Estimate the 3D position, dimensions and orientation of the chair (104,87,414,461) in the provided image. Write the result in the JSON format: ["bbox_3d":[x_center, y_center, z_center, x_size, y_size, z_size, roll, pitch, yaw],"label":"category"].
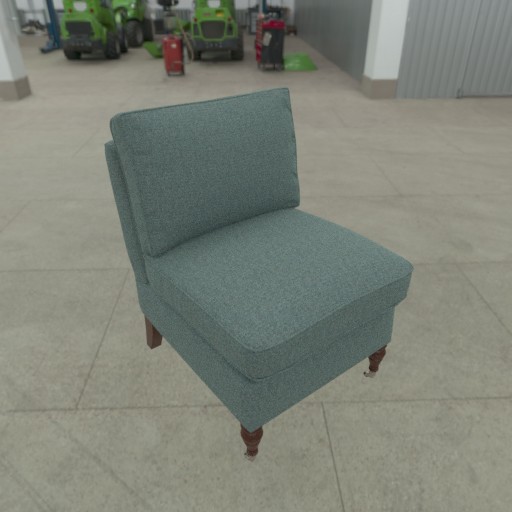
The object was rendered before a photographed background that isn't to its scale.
[{"bbox_3d":[0.000,0.000,1.416,0.624,0.901,0.796,-22,37,-31],"label":"chair"}]
